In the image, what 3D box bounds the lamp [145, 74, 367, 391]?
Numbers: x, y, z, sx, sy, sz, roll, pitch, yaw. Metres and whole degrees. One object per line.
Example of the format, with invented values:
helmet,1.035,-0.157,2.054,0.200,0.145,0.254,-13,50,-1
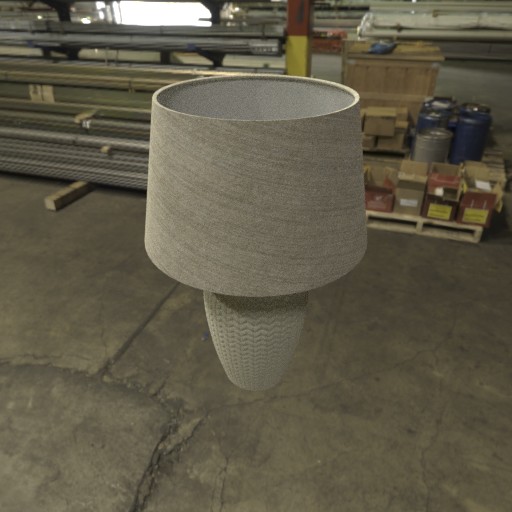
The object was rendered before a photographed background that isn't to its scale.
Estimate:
lamp,0.000,0.000,0.822,0.390,0.580,0.390,0,32,0
